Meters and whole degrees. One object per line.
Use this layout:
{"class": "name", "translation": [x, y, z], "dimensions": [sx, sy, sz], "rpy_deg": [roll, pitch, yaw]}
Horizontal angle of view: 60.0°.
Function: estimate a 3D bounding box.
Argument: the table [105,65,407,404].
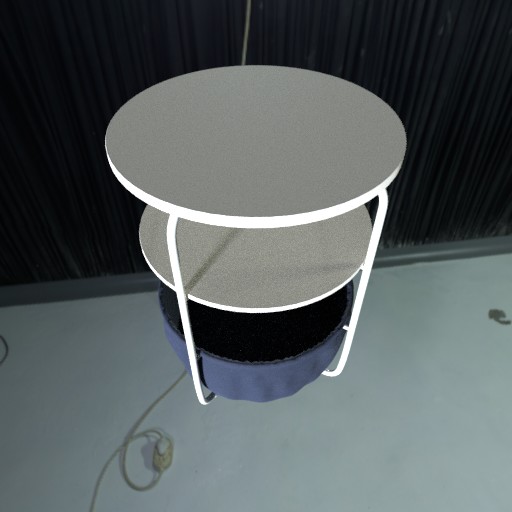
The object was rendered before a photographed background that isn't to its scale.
{"class": "table", "translation": [0.000, 0.000, 0.820], "dimensions": [0.418, 0.532, 0.418], "rpy_deg": [-9, 46, -9]}
